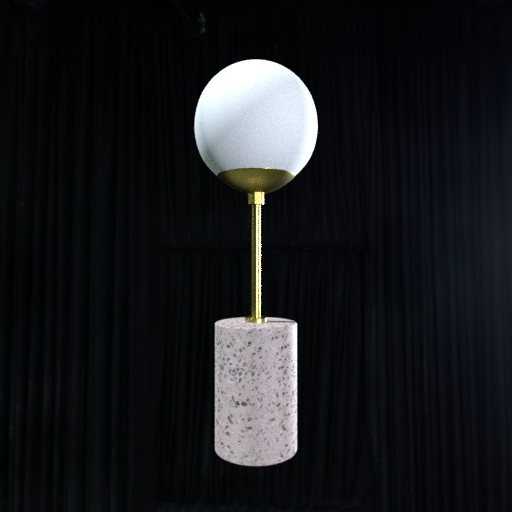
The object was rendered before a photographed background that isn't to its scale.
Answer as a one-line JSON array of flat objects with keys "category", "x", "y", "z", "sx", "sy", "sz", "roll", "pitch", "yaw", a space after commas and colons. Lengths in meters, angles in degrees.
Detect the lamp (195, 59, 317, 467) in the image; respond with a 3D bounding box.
[{"category": "lamp", "x": 0.000, "y": 0.000, "z": 0.556, "sx": 0.153, "sy": 0.480, "sz": 0.153, "roll": 0, "pitch": -1, "yaw": 0}]
